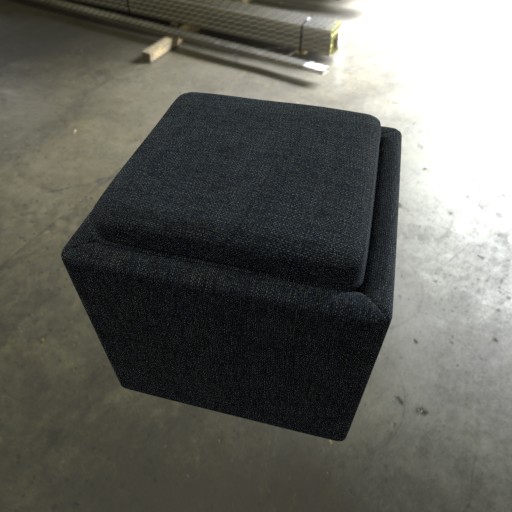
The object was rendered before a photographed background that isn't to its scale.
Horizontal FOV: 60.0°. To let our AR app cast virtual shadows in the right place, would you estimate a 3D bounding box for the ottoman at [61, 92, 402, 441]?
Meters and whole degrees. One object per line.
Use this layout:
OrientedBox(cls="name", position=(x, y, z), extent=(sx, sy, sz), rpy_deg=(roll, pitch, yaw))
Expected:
OrientedBox(cls="ottoman", position=(0.000, 0.000, 0.834), extent=(0.450, 0.460, 0.450), rpy_deg=(10, 48, 10))
